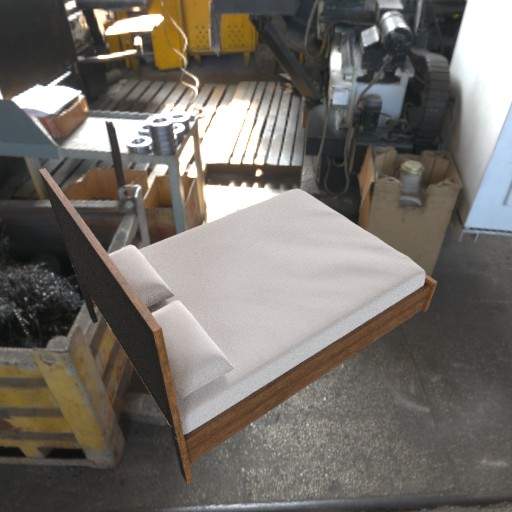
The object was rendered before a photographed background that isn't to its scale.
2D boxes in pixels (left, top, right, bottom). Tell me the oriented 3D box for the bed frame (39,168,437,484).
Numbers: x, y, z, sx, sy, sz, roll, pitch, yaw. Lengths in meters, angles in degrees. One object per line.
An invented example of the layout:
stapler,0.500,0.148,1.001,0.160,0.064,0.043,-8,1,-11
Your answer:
bed frame,0.000,0.000,3.323,2.276,1.417,1.696,-25,46,-27
